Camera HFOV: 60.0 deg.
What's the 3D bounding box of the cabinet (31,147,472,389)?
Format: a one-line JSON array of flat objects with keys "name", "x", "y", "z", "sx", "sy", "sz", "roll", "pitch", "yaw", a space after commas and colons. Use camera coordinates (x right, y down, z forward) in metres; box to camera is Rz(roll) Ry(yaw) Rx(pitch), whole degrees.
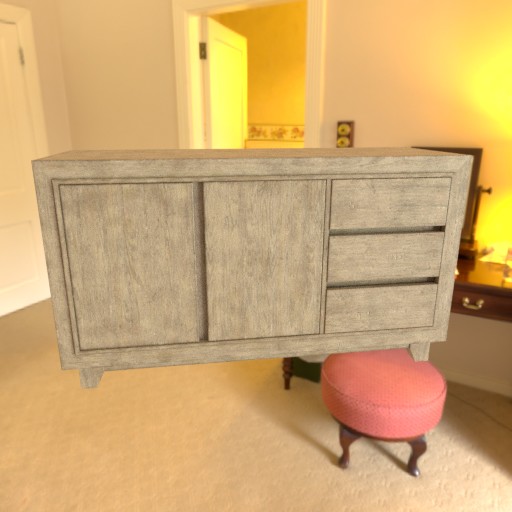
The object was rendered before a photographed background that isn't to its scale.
[{"name": "cabinet", "x": 0.000, "y": 0.000, "z": 1.810, "sx": 1.460, "sy": 0.825, "sz": 0.511, "roll": -2, "pitch": 17, "yaw": -8}]
